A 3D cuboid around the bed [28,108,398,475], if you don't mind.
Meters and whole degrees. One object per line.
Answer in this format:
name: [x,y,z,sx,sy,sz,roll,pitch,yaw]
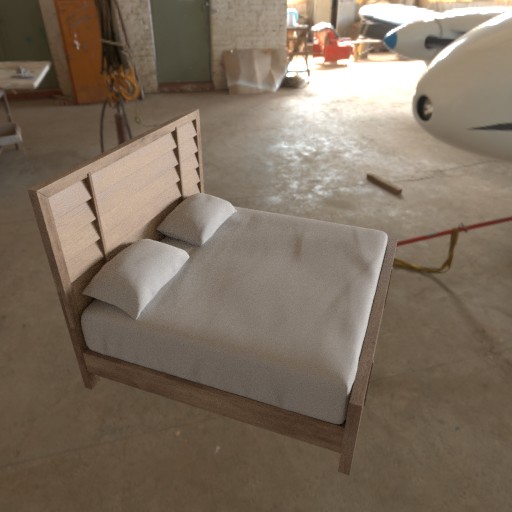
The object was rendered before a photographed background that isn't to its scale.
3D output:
bed: [0.000,0.000,3.460,2.032,1.626,2.032,11,33,17]
